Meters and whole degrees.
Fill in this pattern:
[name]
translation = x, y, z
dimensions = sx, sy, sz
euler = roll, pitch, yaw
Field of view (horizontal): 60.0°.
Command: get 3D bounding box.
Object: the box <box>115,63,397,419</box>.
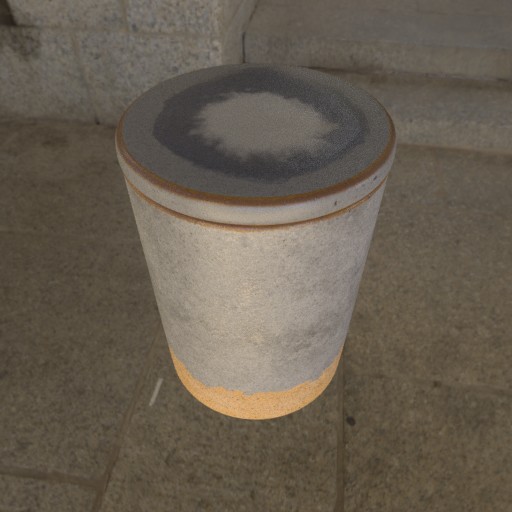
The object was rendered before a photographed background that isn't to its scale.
[box]
translation = 0.000, 0.000, 0.246
dimensions = 0.118, 0.168, 0.118
euler = 0, 45, 0
